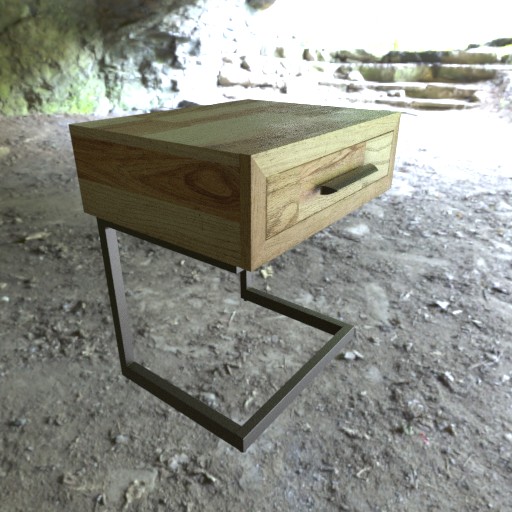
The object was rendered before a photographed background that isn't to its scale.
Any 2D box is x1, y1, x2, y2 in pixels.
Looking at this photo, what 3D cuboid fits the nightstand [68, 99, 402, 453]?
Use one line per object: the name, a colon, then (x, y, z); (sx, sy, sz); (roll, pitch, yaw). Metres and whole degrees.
nightstand: (0.000, 0.000, 1.051); (0.481, 0.632, 0.558); (18, 31, 33)
